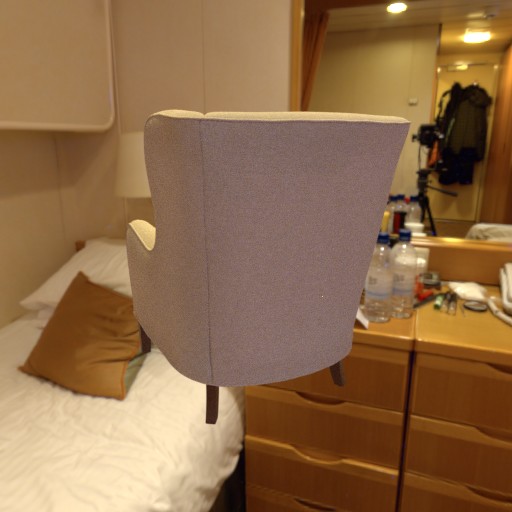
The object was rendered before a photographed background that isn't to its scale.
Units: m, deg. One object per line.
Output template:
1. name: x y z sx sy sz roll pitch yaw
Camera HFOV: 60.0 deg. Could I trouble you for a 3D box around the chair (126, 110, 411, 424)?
1. chair: 0.000 0.000 1.717 0.838 1.040 0.966 -7 17 -25
